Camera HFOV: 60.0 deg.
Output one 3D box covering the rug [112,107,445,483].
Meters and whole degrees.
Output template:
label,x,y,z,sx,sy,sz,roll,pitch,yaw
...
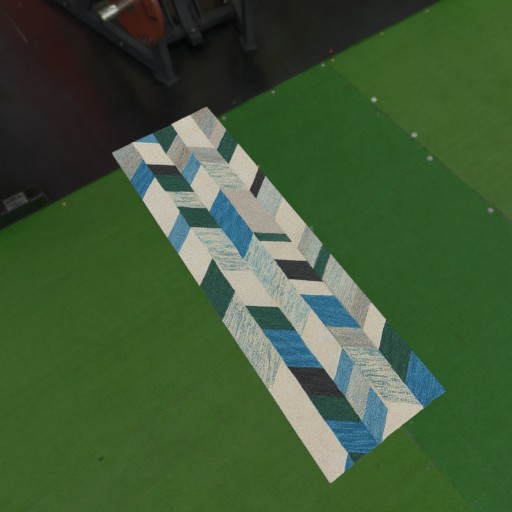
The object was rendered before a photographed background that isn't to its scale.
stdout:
label,x,y,z,sx,sy,sz,roll,pitch,yaw
rug,0.000,0.000,2.687,0.774,0.008,2.437,-31,67,-15
